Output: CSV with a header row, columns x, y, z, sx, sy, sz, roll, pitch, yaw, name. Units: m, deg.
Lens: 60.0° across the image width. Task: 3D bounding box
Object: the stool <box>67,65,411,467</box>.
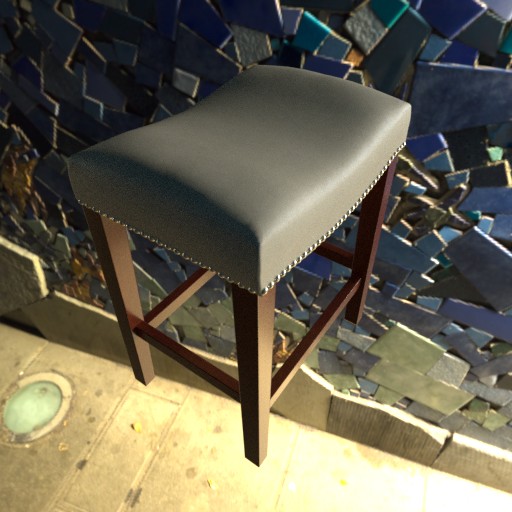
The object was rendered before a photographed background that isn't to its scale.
x,y,z,sx,sy,sz,roll,pitch,yaw,name
0.000,0.000,0.938,0.375,0.632,0.509,25,48,25,stool
